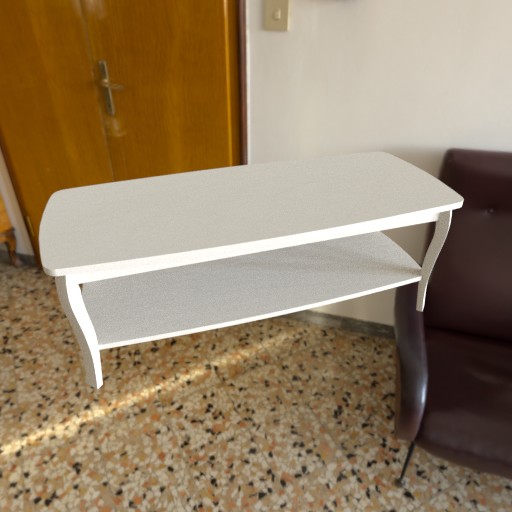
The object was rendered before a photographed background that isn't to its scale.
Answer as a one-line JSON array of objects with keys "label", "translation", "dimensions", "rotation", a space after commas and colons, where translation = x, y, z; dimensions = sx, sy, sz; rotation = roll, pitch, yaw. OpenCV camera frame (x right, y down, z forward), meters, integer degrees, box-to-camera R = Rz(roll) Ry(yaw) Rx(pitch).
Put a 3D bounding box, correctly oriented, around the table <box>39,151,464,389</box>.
[{"label": "table", "translation": [0.000, 0.000, 1.600], "dimensions": [1.334, 0.474, 0.561], "rotation": [-10, 34, -15]}]
